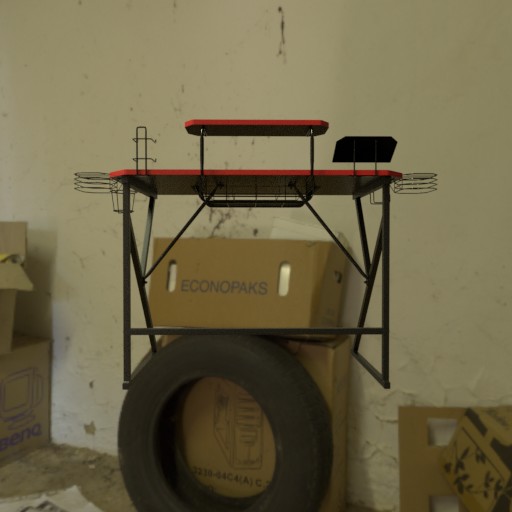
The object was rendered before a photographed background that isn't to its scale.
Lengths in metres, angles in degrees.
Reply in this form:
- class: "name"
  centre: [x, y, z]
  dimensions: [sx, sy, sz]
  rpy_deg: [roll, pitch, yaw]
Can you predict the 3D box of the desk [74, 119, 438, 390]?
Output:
- class: "desk"
  centre: [0.000, 0.000, 1.754]
  dimensions: [1.280, 0.913, 0.588]
  rpy_deg: [0, 1, -1]
